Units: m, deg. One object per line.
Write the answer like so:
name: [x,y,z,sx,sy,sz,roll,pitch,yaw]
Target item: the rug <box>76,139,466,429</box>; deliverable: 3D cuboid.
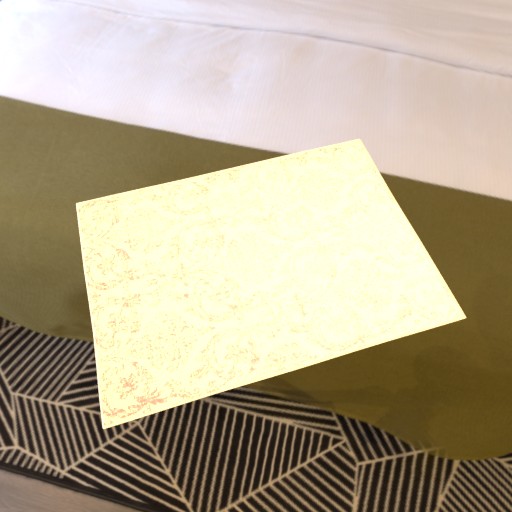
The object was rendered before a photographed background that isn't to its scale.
rug: [0.000,0.000,2.938,2.202,0.014,1.598,-15,60,-9]
